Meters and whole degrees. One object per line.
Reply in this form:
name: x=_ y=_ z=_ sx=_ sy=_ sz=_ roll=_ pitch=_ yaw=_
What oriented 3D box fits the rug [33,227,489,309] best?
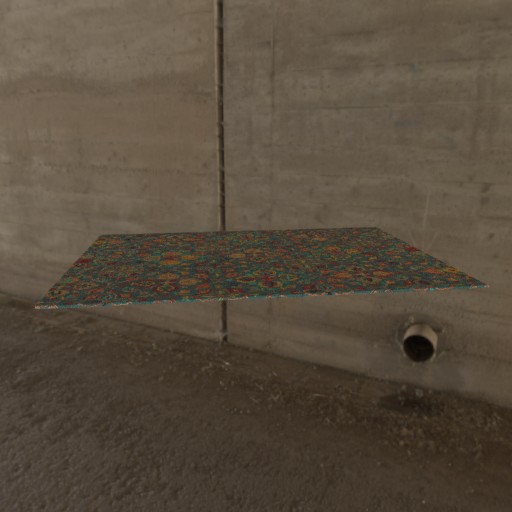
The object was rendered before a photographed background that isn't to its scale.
rug: x=0.000 y=0.000 z=2.926 sx=2.290 sy=0.016 sz=1.527 roll=-2 pitch=16 yaw=-7
